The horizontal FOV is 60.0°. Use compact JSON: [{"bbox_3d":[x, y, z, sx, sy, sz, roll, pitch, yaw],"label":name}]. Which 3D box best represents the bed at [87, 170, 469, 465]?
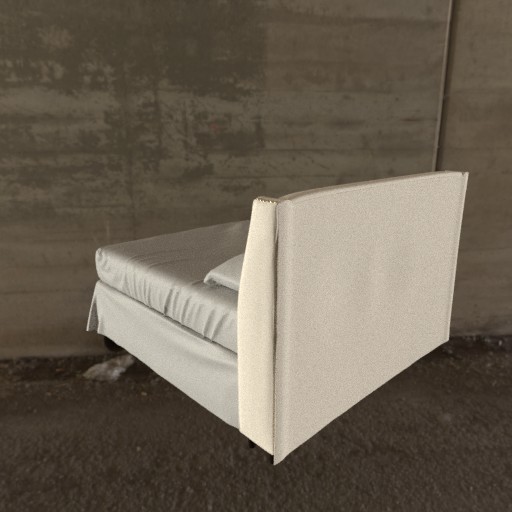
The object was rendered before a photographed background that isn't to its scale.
[{"bbox_3d":[0.000,0.000,3.367,1.925,1.332,2.276,-15,22,-41],"label":"bed"}]
